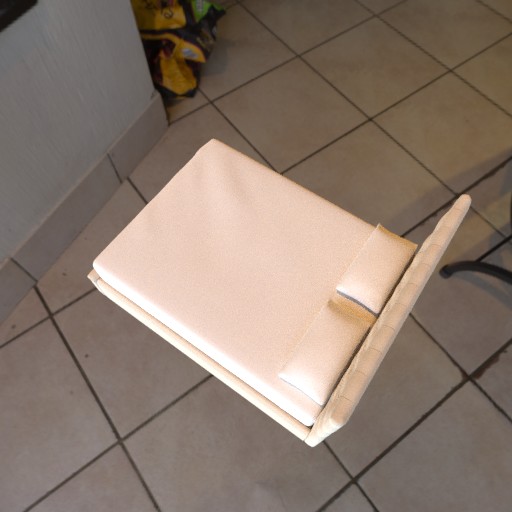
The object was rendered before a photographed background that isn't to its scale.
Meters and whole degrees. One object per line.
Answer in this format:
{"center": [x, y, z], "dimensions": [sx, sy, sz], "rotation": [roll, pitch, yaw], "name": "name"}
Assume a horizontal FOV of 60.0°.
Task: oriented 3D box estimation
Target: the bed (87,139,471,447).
{"center": [0.000, 0.000, 3.415], "dimensions": [2.233, 1.426, 1.696], "rotation": [32, 67, 15], "name": "bed"}
